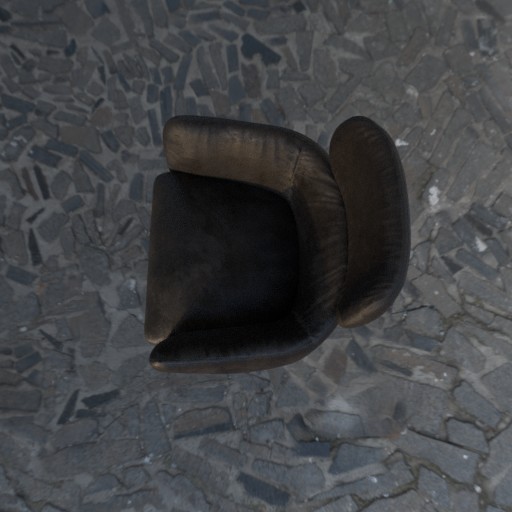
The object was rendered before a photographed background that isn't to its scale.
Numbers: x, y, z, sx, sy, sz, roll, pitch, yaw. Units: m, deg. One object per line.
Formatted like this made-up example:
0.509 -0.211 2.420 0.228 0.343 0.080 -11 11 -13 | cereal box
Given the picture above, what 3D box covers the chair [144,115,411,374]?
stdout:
0.000 0.000 1.250 0.604 0.818 0.640 0 76 0 | chair
